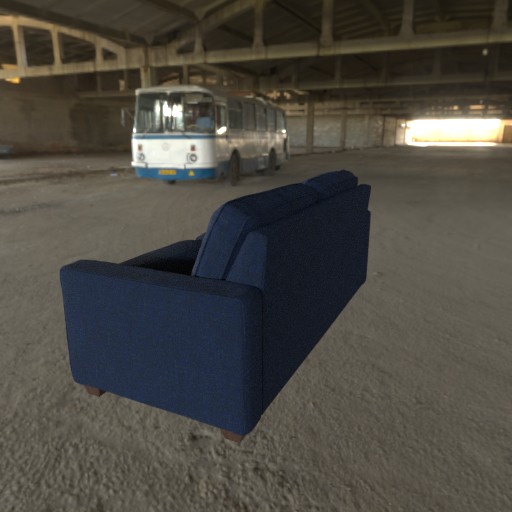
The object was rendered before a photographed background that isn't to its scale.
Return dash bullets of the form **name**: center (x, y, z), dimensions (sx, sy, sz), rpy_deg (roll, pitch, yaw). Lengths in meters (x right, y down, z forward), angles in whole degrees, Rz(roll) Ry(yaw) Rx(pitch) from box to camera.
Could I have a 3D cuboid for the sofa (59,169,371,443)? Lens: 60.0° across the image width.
- **sofa**: center (0.000, 0.000, 2.618), dimensions (0.940, 0.919, 2.080), rpy_deg (7, 17, 25)
